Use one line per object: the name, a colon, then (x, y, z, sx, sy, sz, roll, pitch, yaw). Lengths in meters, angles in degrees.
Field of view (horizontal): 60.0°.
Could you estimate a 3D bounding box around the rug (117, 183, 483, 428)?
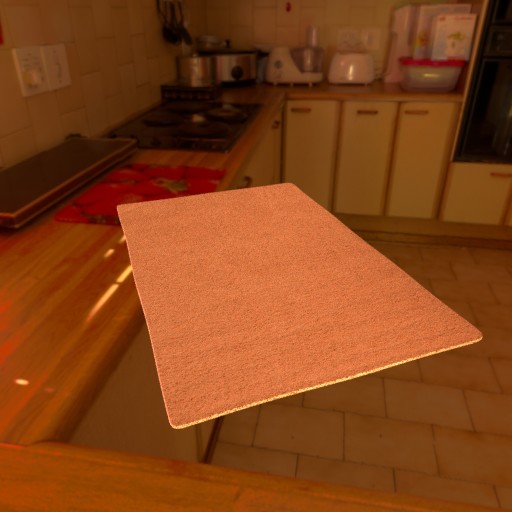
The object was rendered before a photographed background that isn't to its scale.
rug: (0.000, 0.000, 3.346, 1.801, 0.024, 2.700, -10, 31, -18)
